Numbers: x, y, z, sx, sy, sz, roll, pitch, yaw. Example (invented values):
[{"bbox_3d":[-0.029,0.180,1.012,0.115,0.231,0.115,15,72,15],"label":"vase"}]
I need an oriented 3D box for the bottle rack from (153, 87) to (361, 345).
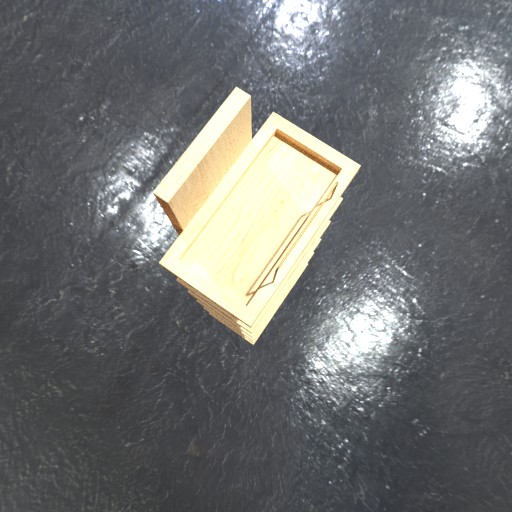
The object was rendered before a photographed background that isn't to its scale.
[{"bbox_3d":[0.000,0.000,1.069,0.206,0.943,0.330,34,79,8],"label":"bottle rack"}]
